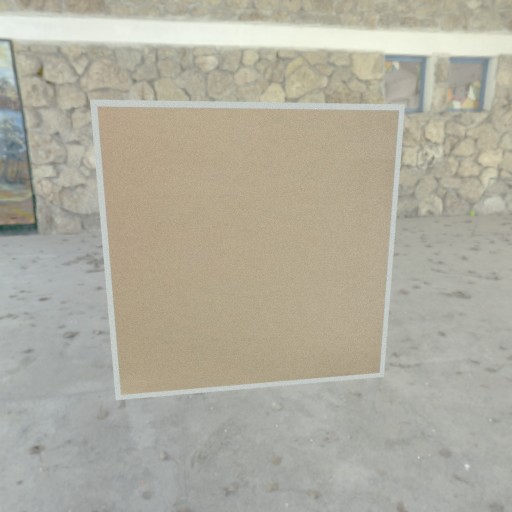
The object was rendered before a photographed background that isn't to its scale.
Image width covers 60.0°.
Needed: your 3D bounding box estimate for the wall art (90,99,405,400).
[{"bbox_3d":[0.000,0.000,1.231,0.809,0.809,0.012,-2,14,-9],"label":"wall art"}]
